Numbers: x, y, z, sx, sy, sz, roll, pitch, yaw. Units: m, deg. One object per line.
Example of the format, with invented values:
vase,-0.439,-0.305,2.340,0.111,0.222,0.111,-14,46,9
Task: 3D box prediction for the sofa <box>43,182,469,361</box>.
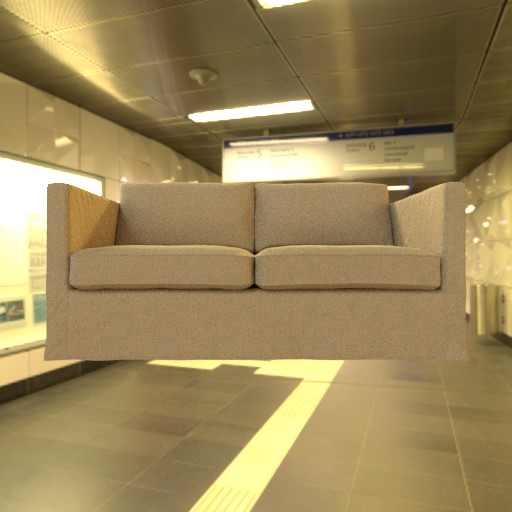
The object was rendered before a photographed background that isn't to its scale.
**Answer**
sofa,0.000,0.000,2.216,1.719,0.835,0.962,0,0,0
